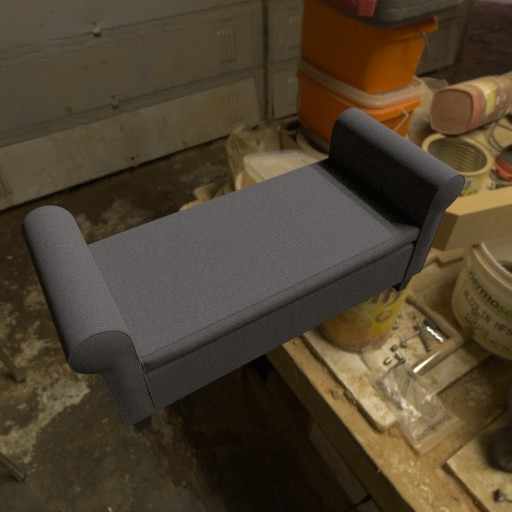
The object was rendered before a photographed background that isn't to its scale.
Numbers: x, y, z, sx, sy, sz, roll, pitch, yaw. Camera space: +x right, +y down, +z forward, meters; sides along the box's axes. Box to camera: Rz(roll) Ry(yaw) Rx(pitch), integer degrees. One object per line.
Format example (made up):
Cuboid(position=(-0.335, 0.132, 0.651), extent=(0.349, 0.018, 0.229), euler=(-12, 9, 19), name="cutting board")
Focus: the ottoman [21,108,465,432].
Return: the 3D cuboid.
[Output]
Cuboid(position=(0.000, 0.000, 1.489), extent=(1.256, 0.547, 0.521), euler=(-23, 50, -21), name="ottoman")
